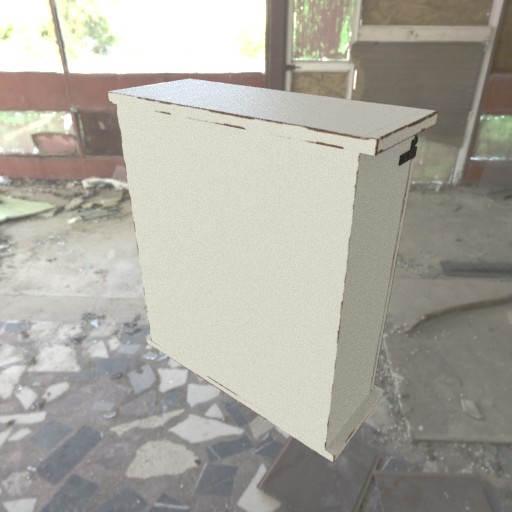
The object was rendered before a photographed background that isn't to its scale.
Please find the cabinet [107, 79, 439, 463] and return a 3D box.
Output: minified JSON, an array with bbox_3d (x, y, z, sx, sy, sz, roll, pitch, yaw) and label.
[{"bbox_3d":[0.000,0.000,0.895,0.541,0.603,0.210,22,36,33],"label":"cabinet"}]
